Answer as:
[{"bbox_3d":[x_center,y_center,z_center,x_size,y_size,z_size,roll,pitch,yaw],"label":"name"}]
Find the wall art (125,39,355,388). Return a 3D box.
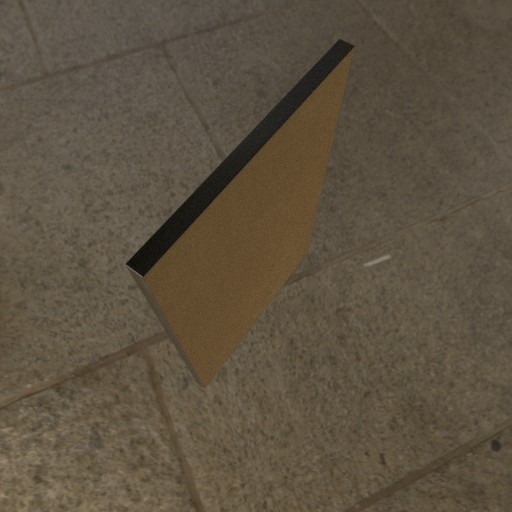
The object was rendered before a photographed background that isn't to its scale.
[{"bbox_3d":[0.000,0.000,0.594,0.019,0.455,0.314,33,68,15],"label":"wall art"}]
